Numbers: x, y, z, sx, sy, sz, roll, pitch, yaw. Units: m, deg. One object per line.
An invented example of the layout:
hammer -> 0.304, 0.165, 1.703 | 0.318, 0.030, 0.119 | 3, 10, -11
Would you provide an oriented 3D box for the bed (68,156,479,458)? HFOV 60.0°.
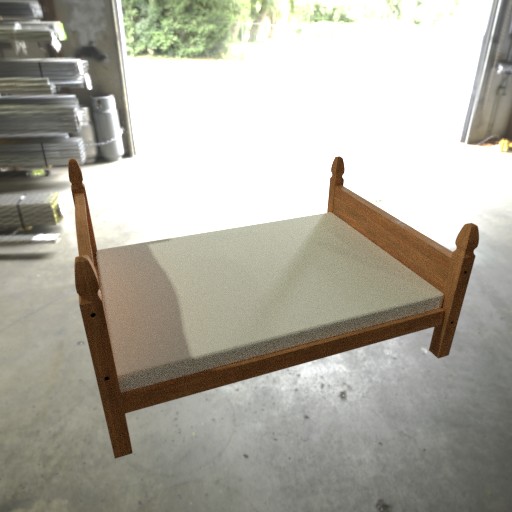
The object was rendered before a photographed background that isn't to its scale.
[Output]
bed -> 0.000, 0.000, 2.844 | 2.069, 1.100, 1.490 | -11, 30, -19
